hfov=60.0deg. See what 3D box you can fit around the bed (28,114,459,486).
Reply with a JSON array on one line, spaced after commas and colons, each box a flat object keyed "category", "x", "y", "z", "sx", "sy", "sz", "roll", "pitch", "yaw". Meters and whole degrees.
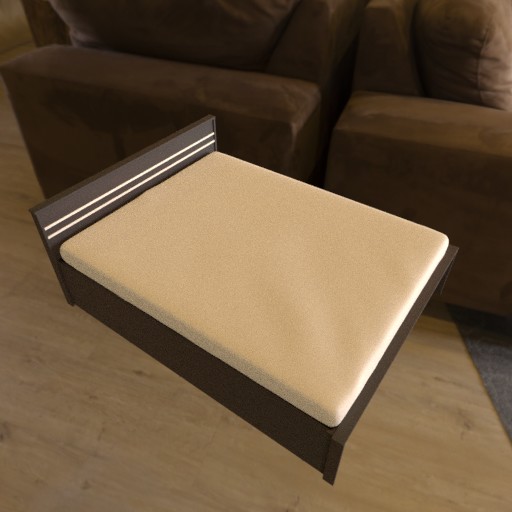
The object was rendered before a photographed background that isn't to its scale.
[{"category": "bed", "x": 0.000, "y": 0.000, "z": 2.890, "sx": 2.103, "sy": 0.808, "sz": 1.634, "roll": 25, "pitch": 47, "yaw": 26}]
